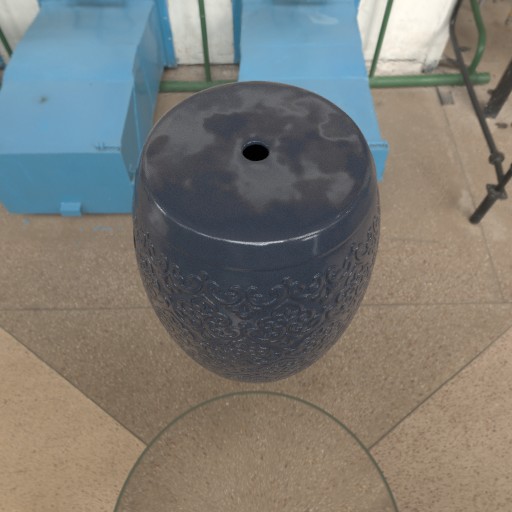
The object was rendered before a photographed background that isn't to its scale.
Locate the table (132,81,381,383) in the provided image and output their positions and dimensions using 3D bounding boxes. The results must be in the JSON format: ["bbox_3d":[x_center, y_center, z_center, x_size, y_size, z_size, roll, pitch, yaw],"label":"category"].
[{"bbox_3d":[0.000,0.000,0.613,0.309,0.397,0.309,0,57,0],"label":"table"}]
